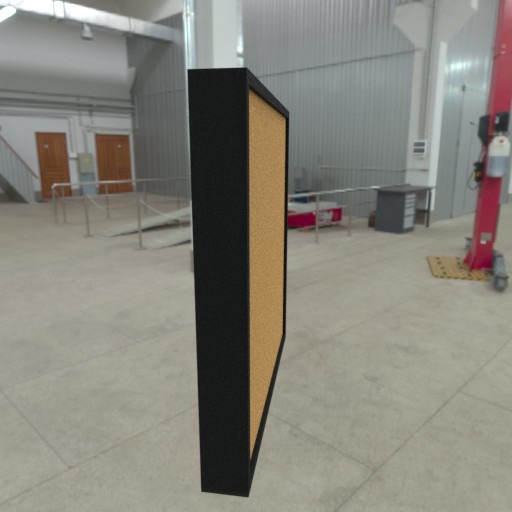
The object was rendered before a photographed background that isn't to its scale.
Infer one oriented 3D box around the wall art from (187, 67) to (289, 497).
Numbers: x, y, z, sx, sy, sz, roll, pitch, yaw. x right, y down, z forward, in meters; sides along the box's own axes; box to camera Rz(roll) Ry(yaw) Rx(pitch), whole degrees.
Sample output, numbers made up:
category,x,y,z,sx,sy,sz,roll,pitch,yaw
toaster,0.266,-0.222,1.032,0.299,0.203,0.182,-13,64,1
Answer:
category,x,y,z,sx,sy,sz,roll,pitch,yaw
wall art,0.000,0.000,0.451,0.037,0.305,0.305,2,13,9
